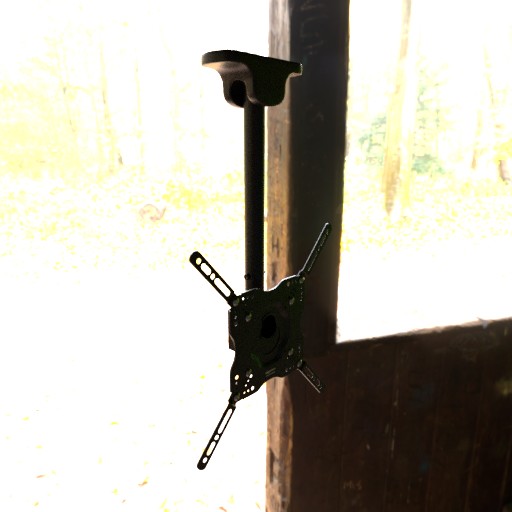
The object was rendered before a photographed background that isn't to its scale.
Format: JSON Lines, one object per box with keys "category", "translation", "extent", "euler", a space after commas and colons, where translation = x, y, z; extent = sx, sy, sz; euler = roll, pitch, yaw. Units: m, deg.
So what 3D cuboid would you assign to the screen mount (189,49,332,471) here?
{"category": "screen mount", "translation": [0.000, 0.000, 0.884], "extent": [0.090, 0.729, 0.393], "euler": [13, 19, 43]}
